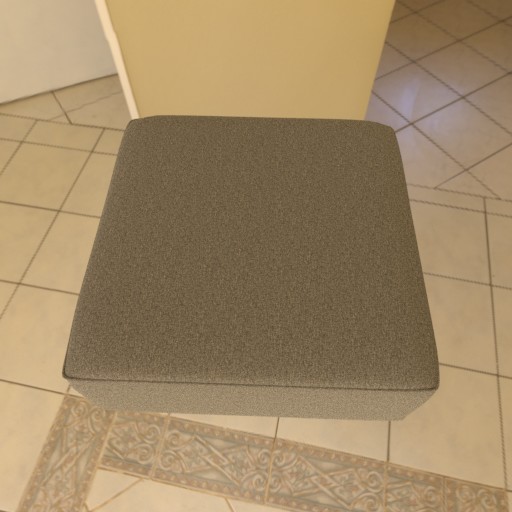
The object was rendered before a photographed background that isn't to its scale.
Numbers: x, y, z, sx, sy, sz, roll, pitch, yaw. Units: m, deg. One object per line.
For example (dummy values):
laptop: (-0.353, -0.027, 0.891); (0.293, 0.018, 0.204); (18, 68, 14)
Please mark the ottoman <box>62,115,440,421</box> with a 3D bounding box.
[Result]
ottoman: (0.000, 0.000, 1.553); (1.015, 0.464, 1.005); (2, 58, 1)
